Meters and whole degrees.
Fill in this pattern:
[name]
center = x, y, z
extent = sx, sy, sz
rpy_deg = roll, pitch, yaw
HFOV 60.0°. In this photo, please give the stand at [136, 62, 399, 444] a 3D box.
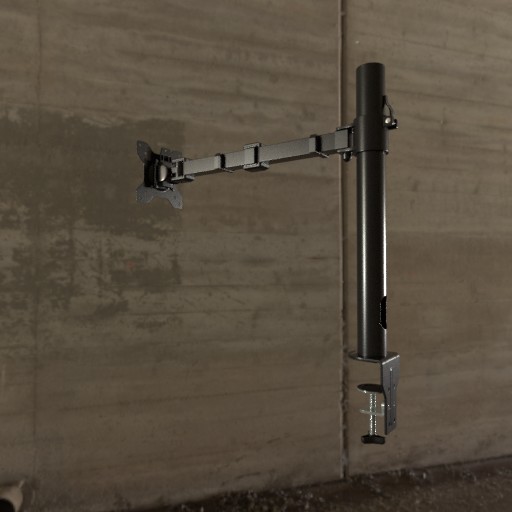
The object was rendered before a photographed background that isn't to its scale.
[stand]
center = 0.000, 0.000, 0.718
extent = 0.456, 0.510, 0.115
rpy_deg = -1, -2, 36
